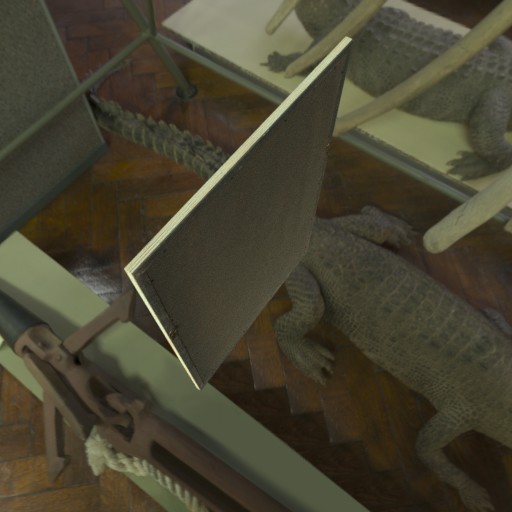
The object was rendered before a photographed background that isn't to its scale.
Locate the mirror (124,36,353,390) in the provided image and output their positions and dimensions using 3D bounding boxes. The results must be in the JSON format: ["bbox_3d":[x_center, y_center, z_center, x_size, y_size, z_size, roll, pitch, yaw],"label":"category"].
[{"bbox_3d":[0.000,0.000,1.289,0.025,0.996,0.705,33,67,16],"label":"mirror"}]
